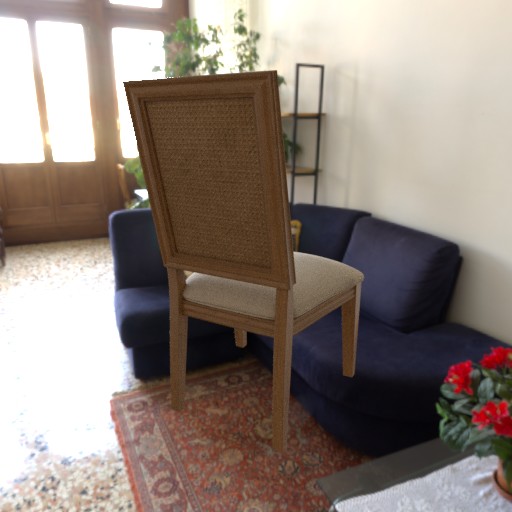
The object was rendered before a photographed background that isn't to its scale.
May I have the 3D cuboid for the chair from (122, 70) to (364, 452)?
[{"bbox_3d":[0.000,0.000,1.372,0.536,0.988,0.601,9,18,28],"label":"chair"}]
